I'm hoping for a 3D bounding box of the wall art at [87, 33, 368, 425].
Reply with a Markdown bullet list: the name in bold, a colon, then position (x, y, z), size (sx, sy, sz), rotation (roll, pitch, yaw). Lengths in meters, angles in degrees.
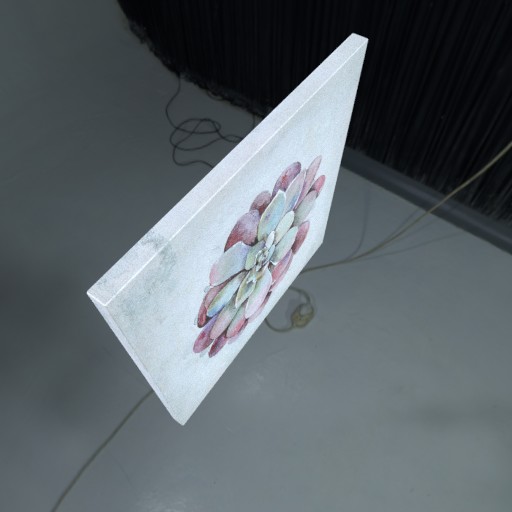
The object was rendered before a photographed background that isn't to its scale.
- **wall art**: position (0.000, 0.000, 1.092), size (0.041, 0.762, 0.762), rotation (31, 63, 18)
